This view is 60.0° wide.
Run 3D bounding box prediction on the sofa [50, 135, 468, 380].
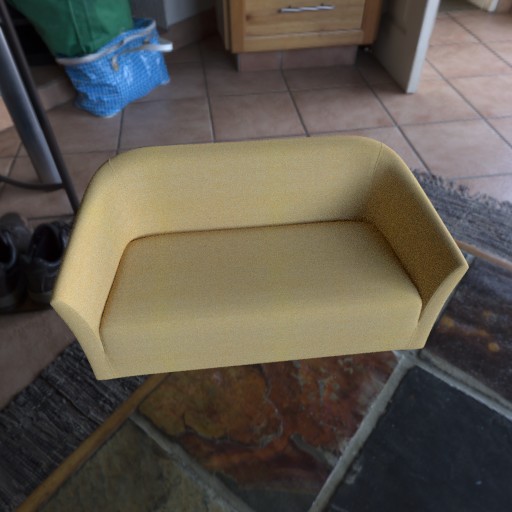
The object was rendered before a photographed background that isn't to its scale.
[{"bbox_3d":[0.000,0.000,1.905,1.452,0.721,0.705,-5,46,-4],"label":"sofa"}]
